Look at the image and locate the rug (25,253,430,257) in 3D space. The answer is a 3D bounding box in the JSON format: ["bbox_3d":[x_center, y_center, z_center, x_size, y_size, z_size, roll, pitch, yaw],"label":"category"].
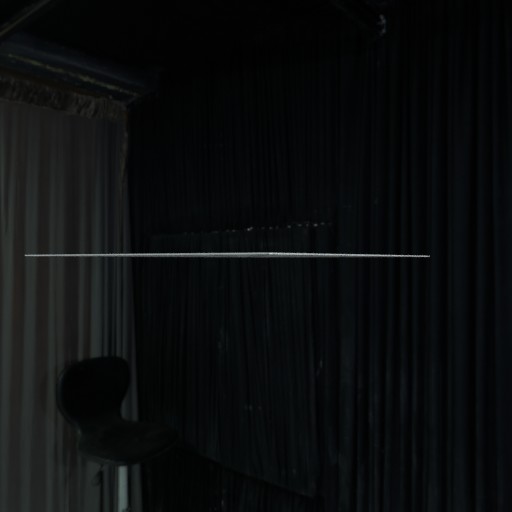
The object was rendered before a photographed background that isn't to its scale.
[{"bbox_3d":[0.000,0.000,4.088,2.330,0.010,3.061,0,0,35],"label":"rug"}]
